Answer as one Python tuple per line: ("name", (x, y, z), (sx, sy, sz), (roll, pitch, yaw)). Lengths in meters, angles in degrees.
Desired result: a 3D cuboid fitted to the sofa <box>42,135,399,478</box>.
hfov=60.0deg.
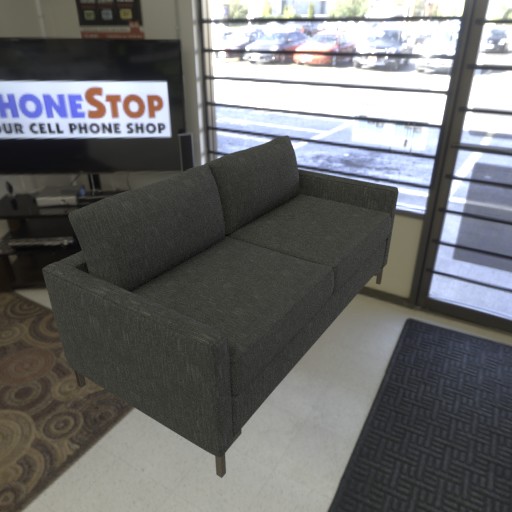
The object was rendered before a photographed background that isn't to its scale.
("sofa", (0.000, 0.000, 2.190), (0.866, 0.862, 1.716), (17, 32, 30))
